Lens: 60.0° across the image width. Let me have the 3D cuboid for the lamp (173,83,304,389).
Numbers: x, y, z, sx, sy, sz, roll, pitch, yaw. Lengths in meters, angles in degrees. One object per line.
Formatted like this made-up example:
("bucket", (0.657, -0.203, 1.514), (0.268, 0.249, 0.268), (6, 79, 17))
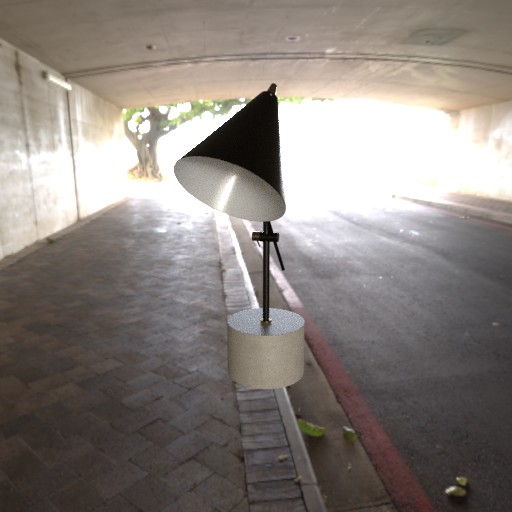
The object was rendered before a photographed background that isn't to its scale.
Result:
("lamp", (0.000, 0.000, 0.730), (0.214, 0.518, 0.403), (6, 14, 26))
